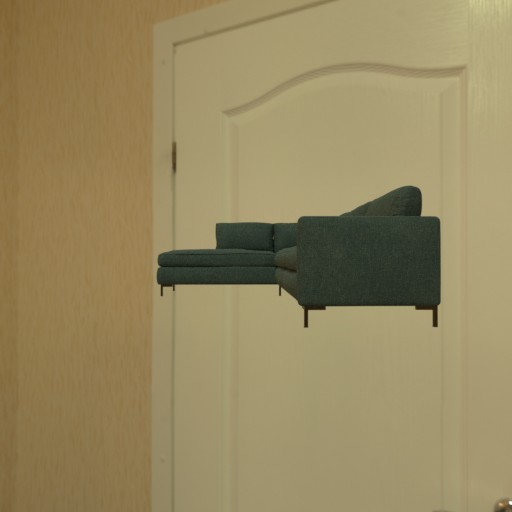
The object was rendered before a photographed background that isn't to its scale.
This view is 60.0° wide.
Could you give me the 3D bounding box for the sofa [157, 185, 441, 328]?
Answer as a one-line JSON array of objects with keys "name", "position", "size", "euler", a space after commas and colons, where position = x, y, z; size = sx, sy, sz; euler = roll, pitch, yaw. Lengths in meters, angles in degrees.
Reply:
[{"name": "sofa", "position": [0.000, 0.000, 3.881], "size": [2.007, 0.815, 2.949], "euler": [0, 0, -1]}]
